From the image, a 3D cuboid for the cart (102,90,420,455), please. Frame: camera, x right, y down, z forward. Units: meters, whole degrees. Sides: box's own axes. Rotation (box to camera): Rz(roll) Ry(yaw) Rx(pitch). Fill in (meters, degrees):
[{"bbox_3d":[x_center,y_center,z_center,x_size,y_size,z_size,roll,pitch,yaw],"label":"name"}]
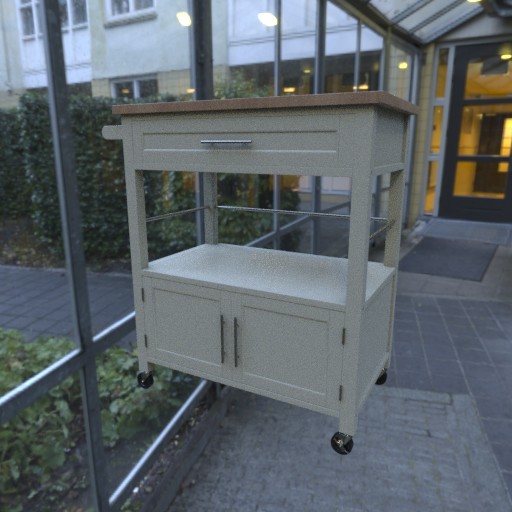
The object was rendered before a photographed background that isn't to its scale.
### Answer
[{"bbox_3d":[0.000,0.000,1.405,0.840,0.901,0.459,8,16,27],"label":"cart"}]
